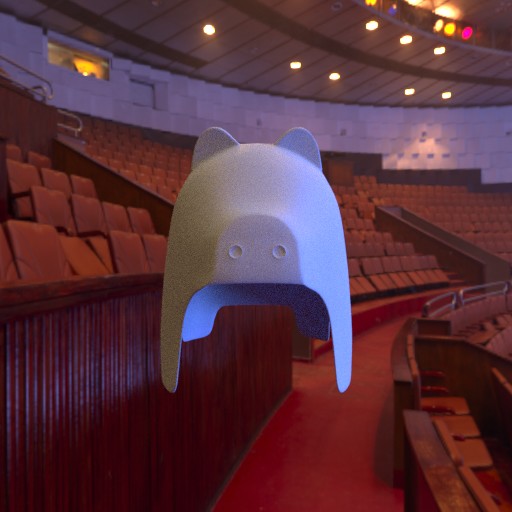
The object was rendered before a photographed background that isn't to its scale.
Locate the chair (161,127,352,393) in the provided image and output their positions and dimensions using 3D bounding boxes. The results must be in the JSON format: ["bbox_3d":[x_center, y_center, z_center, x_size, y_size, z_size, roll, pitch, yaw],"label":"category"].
[{"bbox_3d":[0.000,0.000,0.870,0.364,0.423,0.619,0,0,0],"label":"chair"}]
